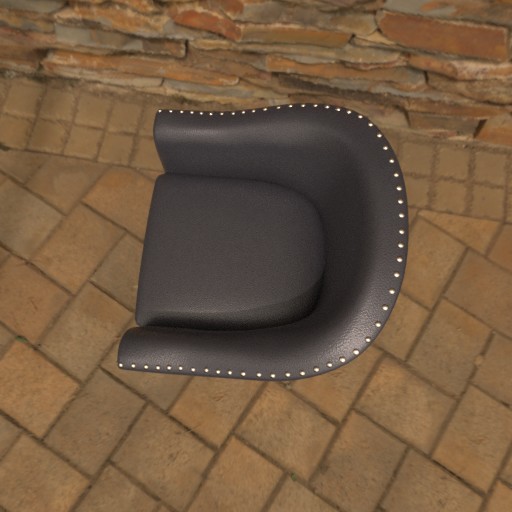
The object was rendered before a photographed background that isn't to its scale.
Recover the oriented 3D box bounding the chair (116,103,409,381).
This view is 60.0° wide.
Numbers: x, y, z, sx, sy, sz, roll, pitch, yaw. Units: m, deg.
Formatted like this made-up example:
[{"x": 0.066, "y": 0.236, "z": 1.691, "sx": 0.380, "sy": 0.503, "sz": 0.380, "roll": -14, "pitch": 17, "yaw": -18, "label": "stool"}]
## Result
[{"x": 0.000, "y": 0.000, "z": 1.470, "sx": 0.748, "sy": 0.823, "sz": 0.794, "roll": 4, "pitch": 75, "yaw": 1, "label": "chair"}]
